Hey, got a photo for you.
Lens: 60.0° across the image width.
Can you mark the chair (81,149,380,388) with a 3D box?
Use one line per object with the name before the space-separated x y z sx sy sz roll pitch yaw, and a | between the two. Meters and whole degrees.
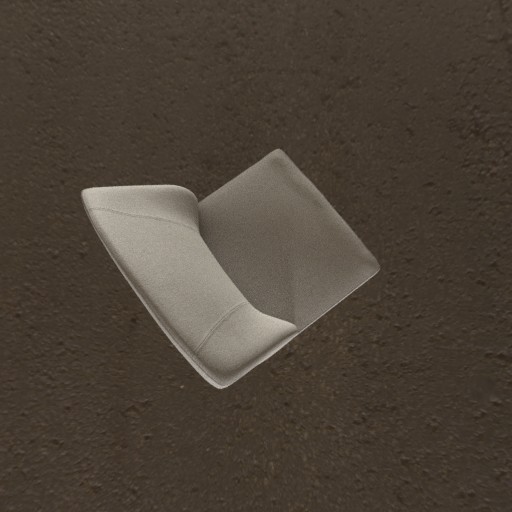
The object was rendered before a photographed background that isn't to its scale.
chair | 0.000 0.000 1.206 0.540 0.893 0.472 -36 78 -9
